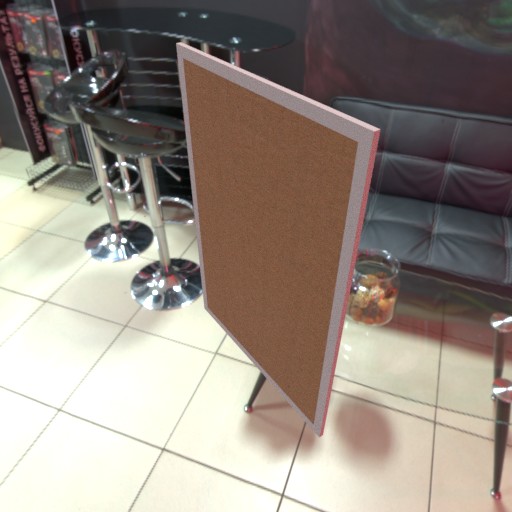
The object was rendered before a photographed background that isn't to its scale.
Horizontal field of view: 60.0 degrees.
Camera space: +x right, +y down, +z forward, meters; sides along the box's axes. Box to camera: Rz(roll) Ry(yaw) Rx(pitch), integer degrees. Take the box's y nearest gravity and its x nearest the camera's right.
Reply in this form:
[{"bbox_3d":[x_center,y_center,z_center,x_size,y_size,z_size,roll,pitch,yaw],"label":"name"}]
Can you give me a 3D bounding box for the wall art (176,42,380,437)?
[{"bbox_3d":[0.000,0.000,1.228,0.015,0.965,0.660,-25,46,-27],"label":"wall art"}]
